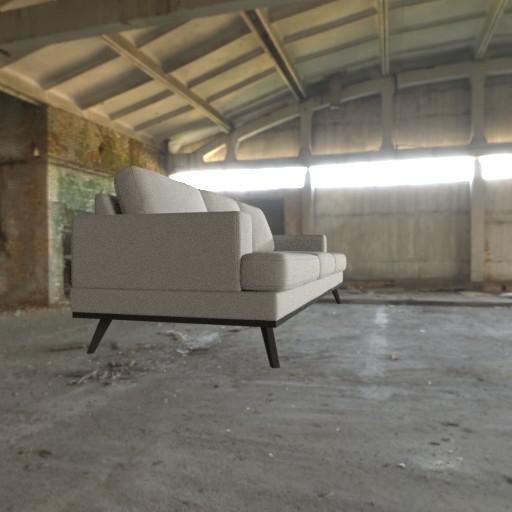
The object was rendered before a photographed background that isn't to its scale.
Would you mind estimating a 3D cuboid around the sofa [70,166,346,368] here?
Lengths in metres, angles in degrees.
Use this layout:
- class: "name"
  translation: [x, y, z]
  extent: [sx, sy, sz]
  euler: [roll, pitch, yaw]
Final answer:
- class: "sofa"
  translation: [0.000, 0.000, 2.791]
  extent: [0.920, 0.810, 2.310]
  euler: [0, 0, 17]
